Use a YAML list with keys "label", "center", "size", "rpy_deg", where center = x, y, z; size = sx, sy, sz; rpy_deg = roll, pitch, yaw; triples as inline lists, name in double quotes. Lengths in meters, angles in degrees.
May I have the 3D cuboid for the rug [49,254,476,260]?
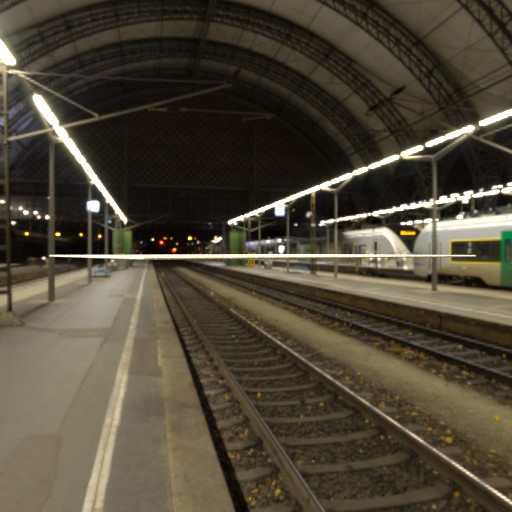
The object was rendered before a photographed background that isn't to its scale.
- label: "rug"
  center: [0.000, 0.000, 4.044]
  size: [3.050, 0.015, 2.441]
  rpy_deg: [0, 0, -35]
